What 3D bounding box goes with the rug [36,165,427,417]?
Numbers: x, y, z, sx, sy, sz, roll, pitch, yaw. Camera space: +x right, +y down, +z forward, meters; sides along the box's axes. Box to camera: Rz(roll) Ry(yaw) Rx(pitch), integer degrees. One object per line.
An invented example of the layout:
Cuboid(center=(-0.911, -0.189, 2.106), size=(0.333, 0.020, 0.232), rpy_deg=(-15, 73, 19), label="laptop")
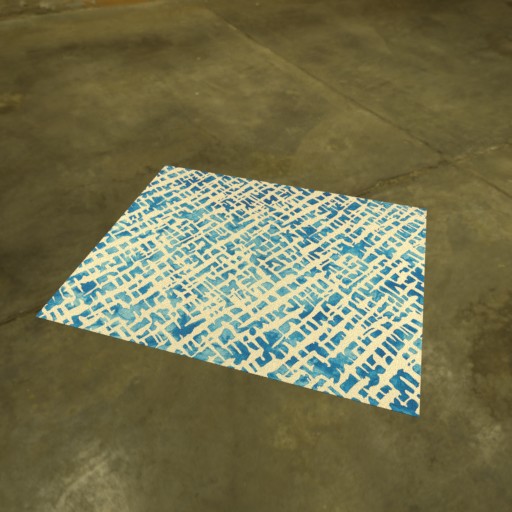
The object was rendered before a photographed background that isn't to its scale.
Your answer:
Cuboid(center=(0.000, 0.000, 4.119), size=(3.007, 0.007, 2.435), rpy_deg=(12, 44, 13), label="rug")
